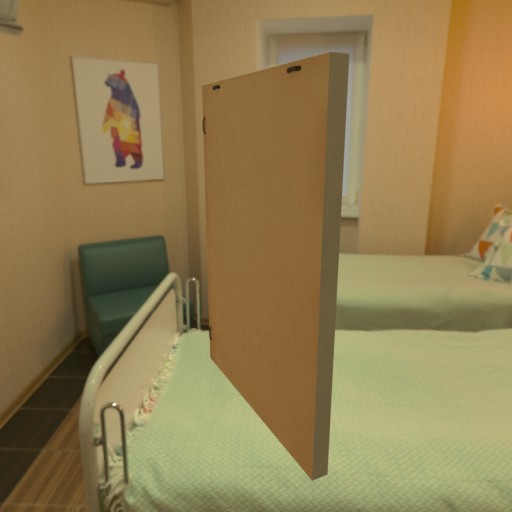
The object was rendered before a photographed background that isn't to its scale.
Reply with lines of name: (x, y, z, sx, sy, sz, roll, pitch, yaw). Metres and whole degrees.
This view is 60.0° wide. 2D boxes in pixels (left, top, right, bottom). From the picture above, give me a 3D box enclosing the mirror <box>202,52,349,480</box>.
mirror: (0.000, 0.000, 0.926, 0.039, 0.710, 0.507, -8, 17, -26)
